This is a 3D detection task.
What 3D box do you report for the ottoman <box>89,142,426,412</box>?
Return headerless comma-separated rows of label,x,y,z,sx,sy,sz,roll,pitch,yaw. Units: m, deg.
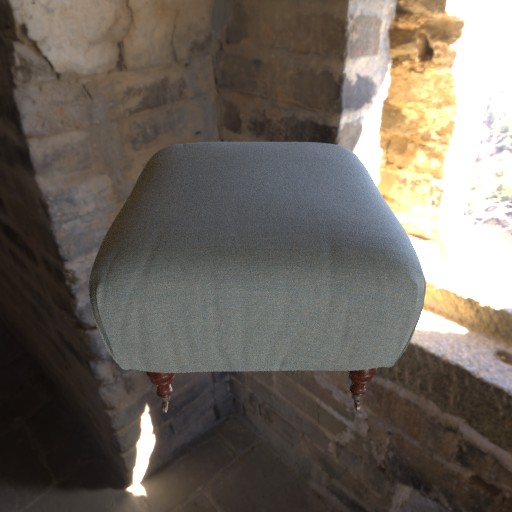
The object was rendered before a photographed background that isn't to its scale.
ottoman,0.000,0.000,1.132,0.622,0.450,0.747,0,32,0
